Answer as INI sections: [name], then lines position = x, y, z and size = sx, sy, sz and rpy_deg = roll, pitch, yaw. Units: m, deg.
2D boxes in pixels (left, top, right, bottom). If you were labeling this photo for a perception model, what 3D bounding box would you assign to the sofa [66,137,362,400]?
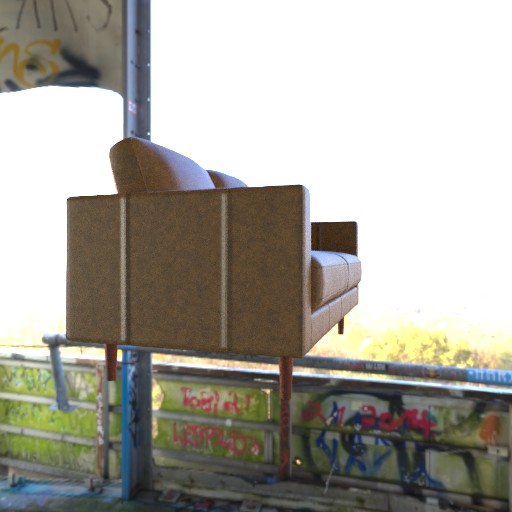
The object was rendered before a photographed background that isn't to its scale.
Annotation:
[sofa]
position = 0.000, 0.000, 2.186
size = 0.909, 0.951, 1.578
rpy_deg = 0, 0, 19
